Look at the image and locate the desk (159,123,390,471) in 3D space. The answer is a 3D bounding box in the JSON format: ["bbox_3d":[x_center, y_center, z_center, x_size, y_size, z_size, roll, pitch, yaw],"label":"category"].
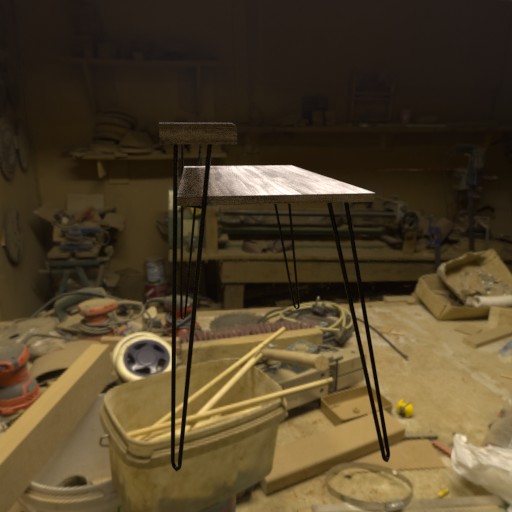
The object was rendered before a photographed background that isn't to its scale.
[{"bbox_3d":[0.000,0.000,1.602,0.605,0.899,1.135,-2,16,-8],"label":"desk"}]
